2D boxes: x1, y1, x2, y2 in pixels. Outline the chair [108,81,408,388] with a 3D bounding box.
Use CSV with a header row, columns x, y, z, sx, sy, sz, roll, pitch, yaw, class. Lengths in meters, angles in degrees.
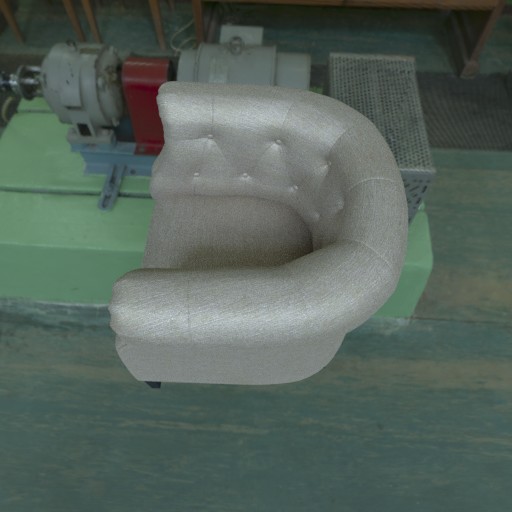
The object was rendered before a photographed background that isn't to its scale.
x,y,z,sx,sy,sz,roll,pitch,yaw,class
0.000,0.000,1.542,0.852,0.827,0.905,2,58,1,chair
